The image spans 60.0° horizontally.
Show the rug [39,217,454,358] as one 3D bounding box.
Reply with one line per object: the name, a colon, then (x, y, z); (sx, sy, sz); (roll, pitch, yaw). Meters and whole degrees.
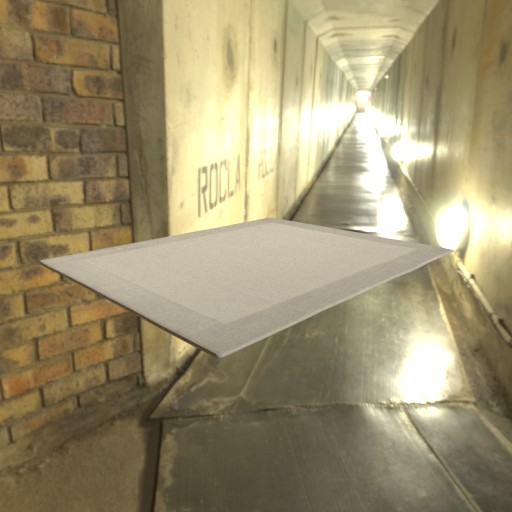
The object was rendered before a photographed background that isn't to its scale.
rug: (0.000, 0.000, 4.037); (2.430, 0.018, 2.976); (15, 21, 43)
